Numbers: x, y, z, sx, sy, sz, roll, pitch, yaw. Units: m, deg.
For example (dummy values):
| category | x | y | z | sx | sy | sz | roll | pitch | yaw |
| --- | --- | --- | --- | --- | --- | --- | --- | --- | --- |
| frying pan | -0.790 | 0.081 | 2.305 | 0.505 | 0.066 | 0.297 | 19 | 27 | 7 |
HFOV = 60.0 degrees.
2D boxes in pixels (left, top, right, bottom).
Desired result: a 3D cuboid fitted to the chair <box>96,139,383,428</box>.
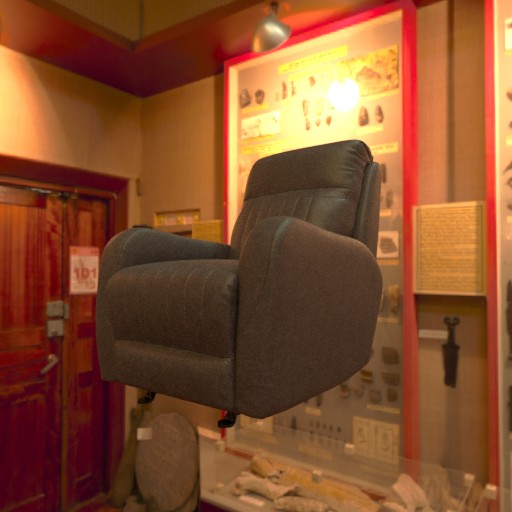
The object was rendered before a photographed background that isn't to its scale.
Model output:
| category | x | y | z | sx | sy | sz | roll | pitch | yaw |
| --- | --- | --- | --- | --- | --- | --- | --- | --- | --- |
| chair | 0.000 | 0.000 | 1.847 | 0.865 | 1.067 | 1.067 | -1 | -1 | 37 |
